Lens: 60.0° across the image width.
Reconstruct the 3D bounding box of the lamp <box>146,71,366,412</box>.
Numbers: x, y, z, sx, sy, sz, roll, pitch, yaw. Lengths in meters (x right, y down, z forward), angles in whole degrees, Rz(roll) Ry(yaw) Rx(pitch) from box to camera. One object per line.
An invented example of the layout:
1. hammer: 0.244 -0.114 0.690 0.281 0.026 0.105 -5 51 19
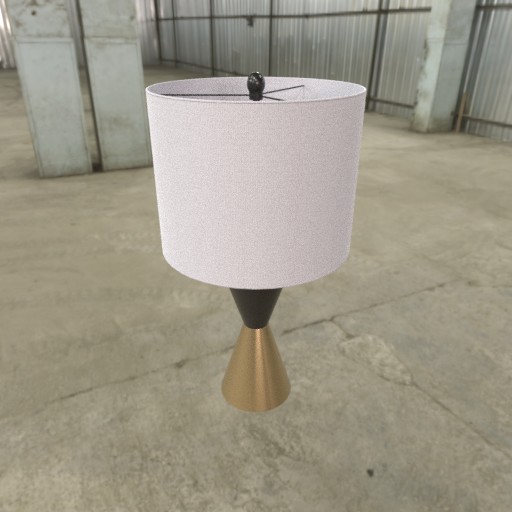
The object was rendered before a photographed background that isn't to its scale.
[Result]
1. lamp: 0.000 0.000 0.744 0.304 0.573 0.304 0 27 1
